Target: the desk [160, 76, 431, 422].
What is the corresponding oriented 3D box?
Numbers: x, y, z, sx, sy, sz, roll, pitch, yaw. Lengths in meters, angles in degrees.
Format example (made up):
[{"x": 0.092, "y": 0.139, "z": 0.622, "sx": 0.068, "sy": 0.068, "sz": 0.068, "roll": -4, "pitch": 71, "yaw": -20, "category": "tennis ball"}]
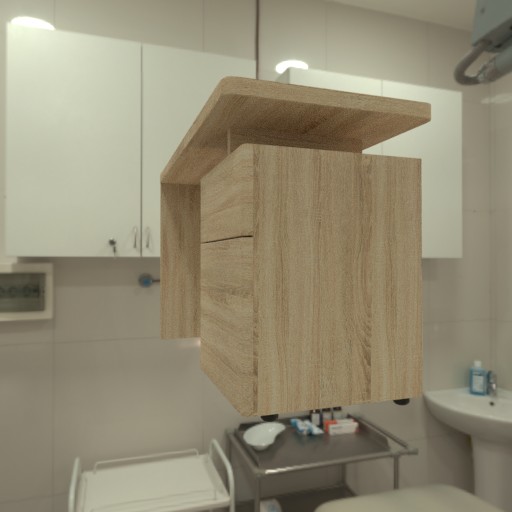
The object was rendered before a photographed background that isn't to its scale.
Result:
[{"x": 0.000, "y": 0.000, "z": 1.593, "sx": 0.550, "sy": 0.760, "sz": 1.200, "roll": 0, "pitch": 0, "yaw": -19, "category": "desk"}]
